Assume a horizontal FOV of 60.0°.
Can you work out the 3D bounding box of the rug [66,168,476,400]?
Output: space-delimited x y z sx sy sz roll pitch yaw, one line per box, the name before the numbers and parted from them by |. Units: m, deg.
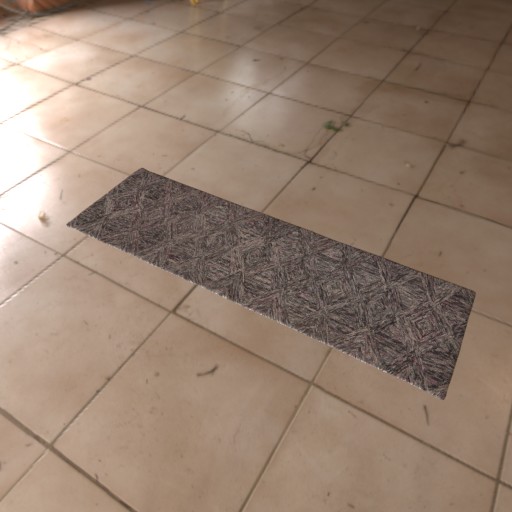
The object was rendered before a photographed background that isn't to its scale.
rug | 0.000 0.000 2.542 2.305 0.013 0.719 22 50 20
